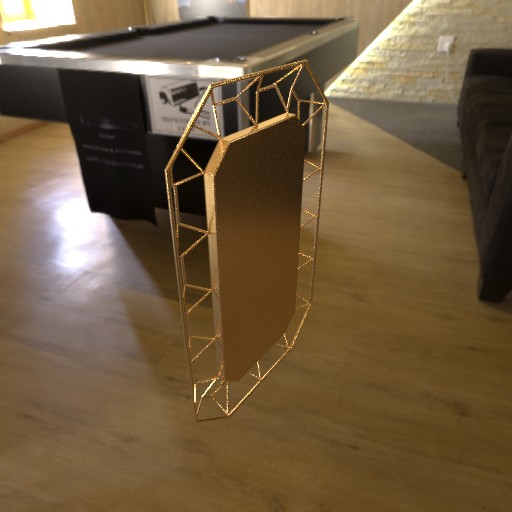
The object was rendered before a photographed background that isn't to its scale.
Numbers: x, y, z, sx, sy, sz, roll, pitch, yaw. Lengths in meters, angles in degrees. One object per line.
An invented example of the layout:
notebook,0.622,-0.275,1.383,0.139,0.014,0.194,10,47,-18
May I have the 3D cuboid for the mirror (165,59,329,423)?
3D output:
mirror,0.000,0.000,1.104,0.051,0.870,0.572,21,38,29
